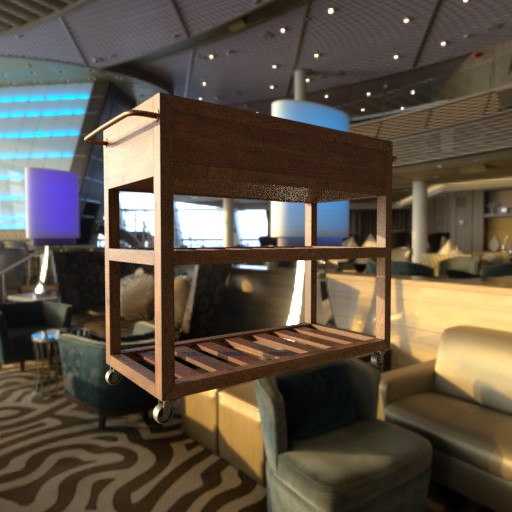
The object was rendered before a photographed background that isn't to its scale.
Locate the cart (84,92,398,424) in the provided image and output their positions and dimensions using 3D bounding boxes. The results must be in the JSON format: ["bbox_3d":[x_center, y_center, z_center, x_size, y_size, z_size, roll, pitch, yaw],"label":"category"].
[{"bbox_3d":[0.000,0.000,1.541,1.065,0.830,0.445,-2,3,-36],"label":"cart"}]
